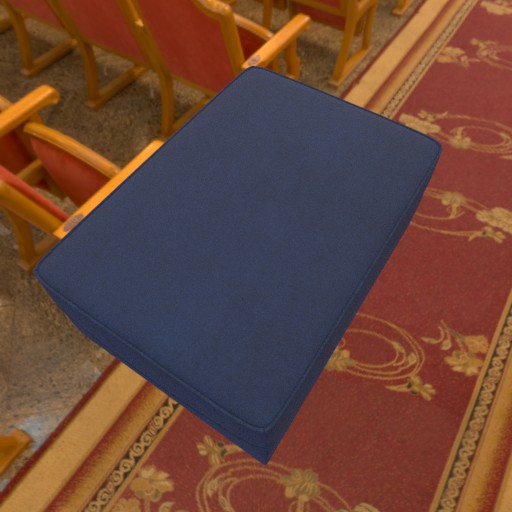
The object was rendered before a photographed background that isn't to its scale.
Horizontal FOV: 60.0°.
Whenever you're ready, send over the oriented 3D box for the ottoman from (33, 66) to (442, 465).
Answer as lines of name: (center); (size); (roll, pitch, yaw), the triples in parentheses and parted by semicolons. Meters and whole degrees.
ottoman: (0.000, 0.000, 1.360); (0.686, 0.584, 0.965); (29, 63, 17)
